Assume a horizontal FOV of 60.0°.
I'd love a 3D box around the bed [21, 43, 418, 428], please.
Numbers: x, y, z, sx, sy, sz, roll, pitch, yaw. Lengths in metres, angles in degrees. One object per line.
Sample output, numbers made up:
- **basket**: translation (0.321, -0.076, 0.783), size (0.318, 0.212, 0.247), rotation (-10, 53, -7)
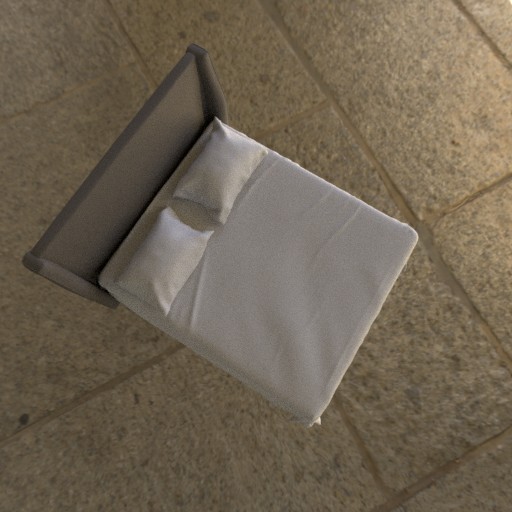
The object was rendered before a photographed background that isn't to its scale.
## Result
- **bed**: translation (0.000, 0.000, 3.408), size (2.276, 1.332, 1.925), rotation (31, 77, 8)
